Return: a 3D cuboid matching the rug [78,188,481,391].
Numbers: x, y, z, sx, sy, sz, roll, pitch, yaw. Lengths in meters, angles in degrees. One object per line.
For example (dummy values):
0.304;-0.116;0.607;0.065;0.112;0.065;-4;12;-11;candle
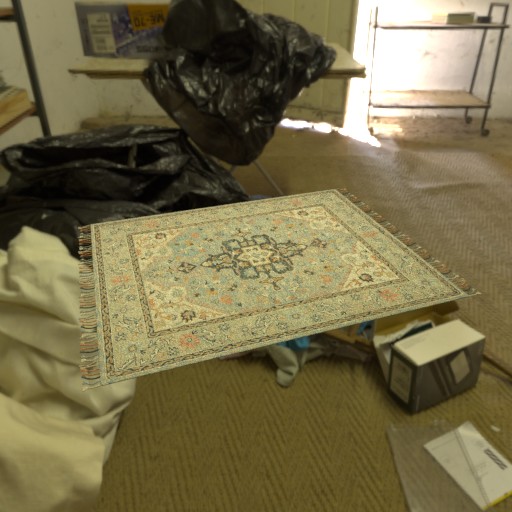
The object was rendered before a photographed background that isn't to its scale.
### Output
0.000;0.000;3.493;2.651;0.010;1.971;-10;33;-16;rug
